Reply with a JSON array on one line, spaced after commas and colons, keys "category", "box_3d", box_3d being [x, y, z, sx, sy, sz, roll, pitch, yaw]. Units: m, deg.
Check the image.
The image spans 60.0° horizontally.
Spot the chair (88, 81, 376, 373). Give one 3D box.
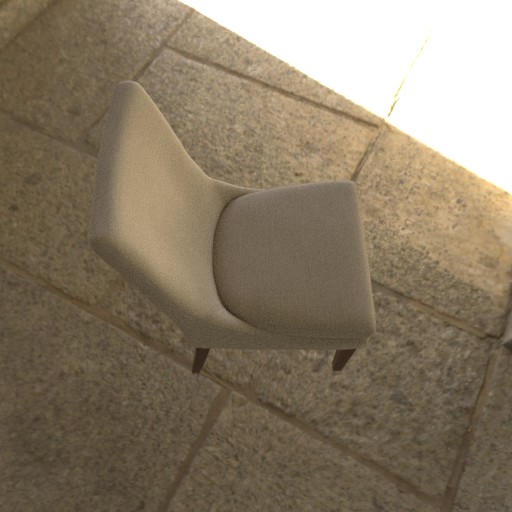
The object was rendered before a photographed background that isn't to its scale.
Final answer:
[{"category": "chair", "box_3d": [0.000, 0.000, 1.287, 0.638, 0.940, 0.515, -1, 64, 0]}]
